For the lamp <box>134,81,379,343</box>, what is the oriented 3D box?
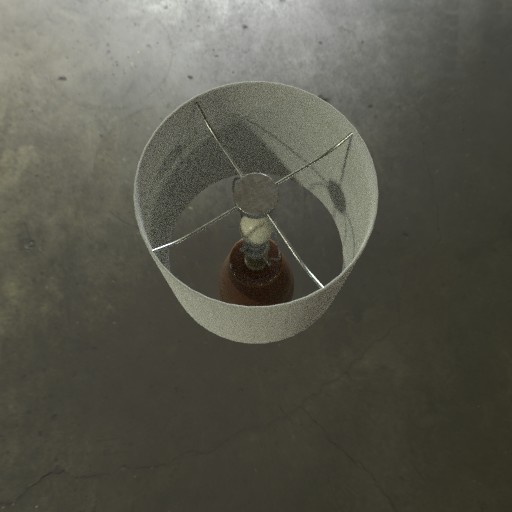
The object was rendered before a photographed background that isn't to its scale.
[{"bbox_3d":[0.000,0.000,0.475,0.186,0.369,0.186,0,76,0],"label":"lamp"}]
